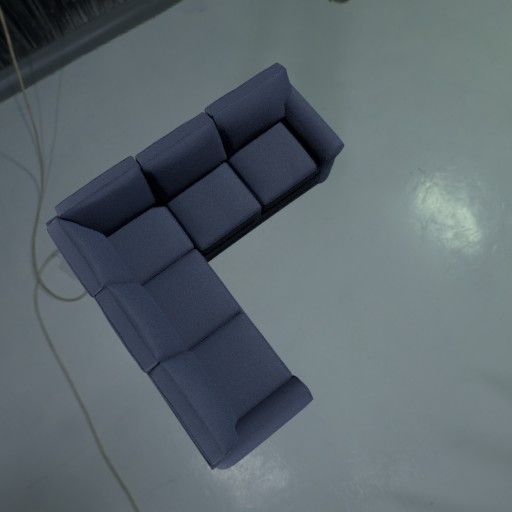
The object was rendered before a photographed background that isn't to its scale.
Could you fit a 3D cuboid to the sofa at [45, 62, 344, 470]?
[{"bbox_3d":[0.000,0.000,3.922,2.562,1.042,2.487,-36,78,-9],"label":"sofa"}]
